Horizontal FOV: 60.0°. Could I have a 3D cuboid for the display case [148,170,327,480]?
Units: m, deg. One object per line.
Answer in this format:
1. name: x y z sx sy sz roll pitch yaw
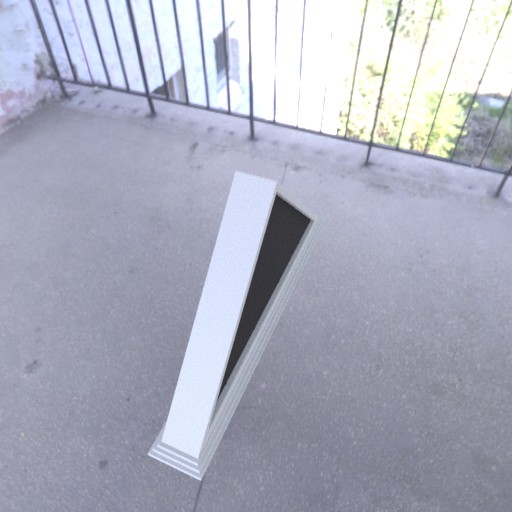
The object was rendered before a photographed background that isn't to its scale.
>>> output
1. display case: 0.000 0.000 0.767 0.095 0.340 0.640 18 50 16
